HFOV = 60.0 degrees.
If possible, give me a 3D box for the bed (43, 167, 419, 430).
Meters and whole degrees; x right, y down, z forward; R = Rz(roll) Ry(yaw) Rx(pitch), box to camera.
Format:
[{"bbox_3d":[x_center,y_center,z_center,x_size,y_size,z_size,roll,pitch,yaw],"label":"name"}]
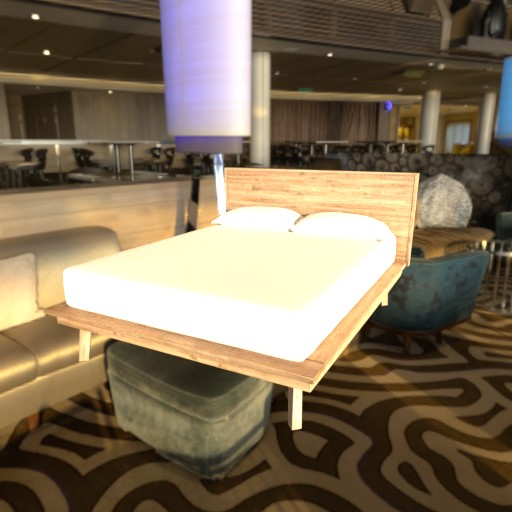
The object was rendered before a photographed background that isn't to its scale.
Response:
[{"bbox_3d":[0.000,0.000,3.089,1.759,1.071,2.145,8,16,27],"label":"bed"}]
